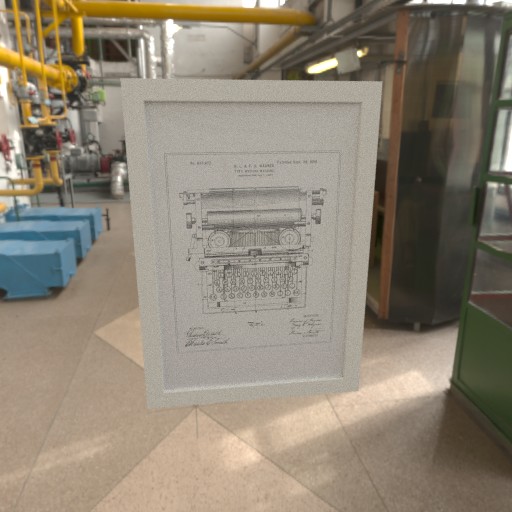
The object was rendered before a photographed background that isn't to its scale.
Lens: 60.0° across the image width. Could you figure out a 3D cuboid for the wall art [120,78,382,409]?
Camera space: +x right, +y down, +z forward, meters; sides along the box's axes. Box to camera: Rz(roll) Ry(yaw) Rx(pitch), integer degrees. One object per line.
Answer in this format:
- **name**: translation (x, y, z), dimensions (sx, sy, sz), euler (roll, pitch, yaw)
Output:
- **wall art**: translation (0.000, 0.000, 0.721), dimensions (0.381, 0.533, 0.013), euler (-2, 17, -8)
